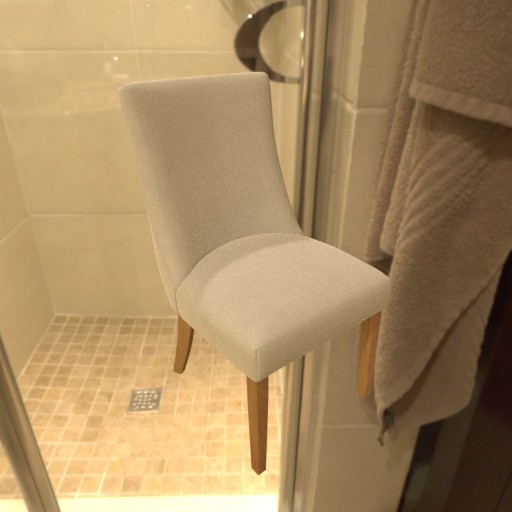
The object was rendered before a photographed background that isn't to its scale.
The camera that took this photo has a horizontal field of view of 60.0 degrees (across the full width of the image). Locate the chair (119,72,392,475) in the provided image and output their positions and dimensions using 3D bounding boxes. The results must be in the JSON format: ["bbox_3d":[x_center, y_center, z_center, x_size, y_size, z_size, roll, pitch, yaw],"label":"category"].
[{"bbox_3d":[0.000,0.000,1.252,0.495,0.902,0.610,-21,35,-33],"label":"chair"}]
